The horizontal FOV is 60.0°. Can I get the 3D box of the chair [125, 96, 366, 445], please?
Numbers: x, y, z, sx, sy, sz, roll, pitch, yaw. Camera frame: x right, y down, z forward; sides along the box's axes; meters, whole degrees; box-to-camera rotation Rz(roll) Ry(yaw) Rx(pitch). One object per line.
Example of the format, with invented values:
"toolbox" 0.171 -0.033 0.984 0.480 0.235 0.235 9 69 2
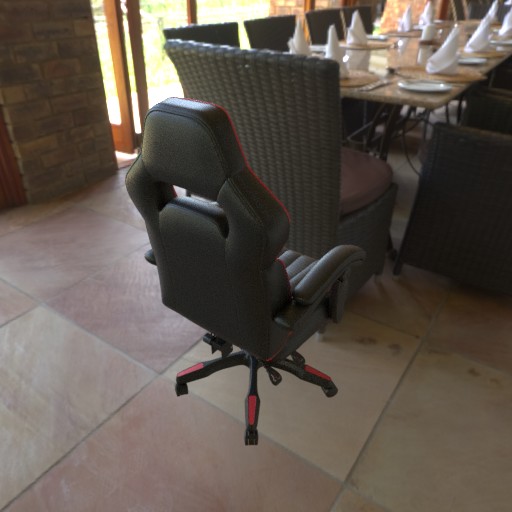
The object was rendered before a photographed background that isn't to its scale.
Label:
"chair" 0.000 0.000 1.658 0.700 1.220 0.700 22 38 32
